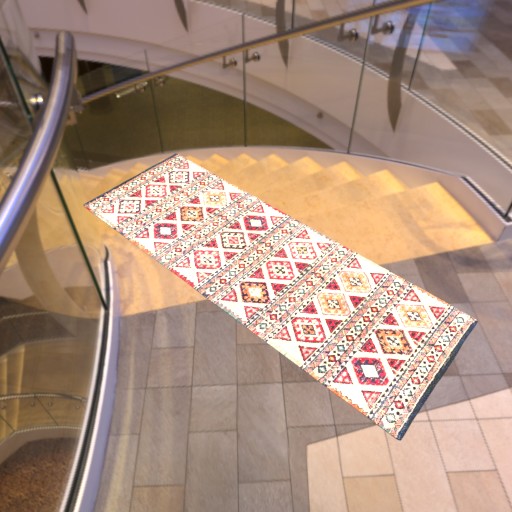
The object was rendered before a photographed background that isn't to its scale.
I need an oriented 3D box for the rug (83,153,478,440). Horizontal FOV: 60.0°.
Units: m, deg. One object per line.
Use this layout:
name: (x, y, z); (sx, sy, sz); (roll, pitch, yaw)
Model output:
rug: (0.000, 0.000, 2.632); (2.362, 0.008, 0.832); (32, 54, 27)
